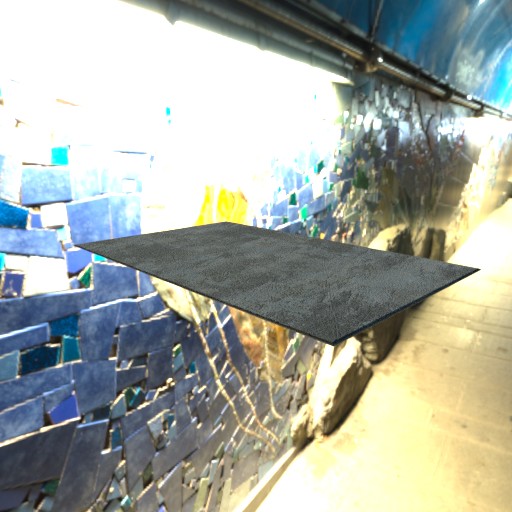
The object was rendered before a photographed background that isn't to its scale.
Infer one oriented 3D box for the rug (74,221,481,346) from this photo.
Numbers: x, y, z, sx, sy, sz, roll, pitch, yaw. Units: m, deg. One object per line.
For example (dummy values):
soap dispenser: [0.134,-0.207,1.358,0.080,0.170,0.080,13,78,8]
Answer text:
rug: [0.000,0.000,3.074,1.536,0.012,2.431,-13,20,-43]
